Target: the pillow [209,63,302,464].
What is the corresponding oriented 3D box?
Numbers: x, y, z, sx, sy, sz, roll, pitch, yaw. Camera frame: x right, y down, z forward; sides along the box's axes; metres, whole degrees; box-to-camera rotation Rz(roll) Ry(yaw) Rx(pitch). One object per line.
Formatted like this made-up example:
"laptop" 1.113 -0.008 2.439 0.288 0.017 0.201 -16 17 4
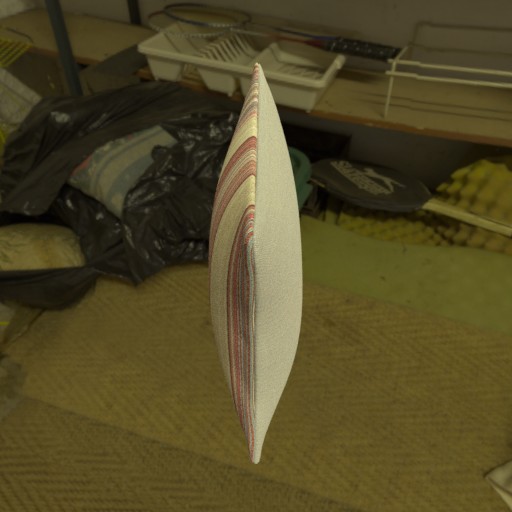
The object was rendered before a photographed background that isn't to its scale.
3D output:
"pillow" 0.000 0.000 0.656 0.136 0.419 0.437 1 42 1
